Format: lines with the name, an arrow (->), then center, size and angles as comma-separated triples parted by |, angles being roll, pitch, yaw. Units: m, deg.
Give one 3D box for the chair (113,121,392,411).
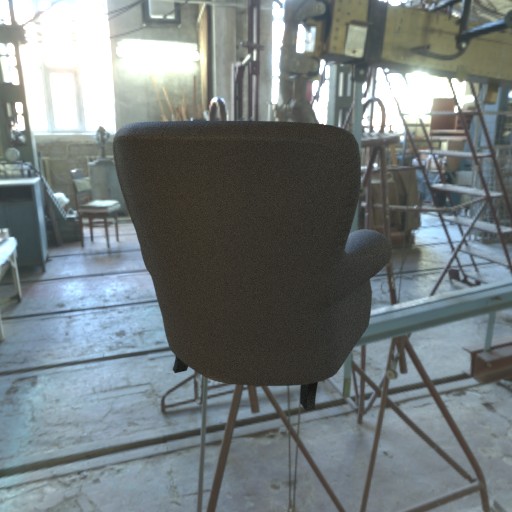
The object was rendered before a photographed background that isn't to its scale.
chair -> 0.000, 0.000, 1.818 | 0.983, 1.046, 0.983 | 8, 18, 25
